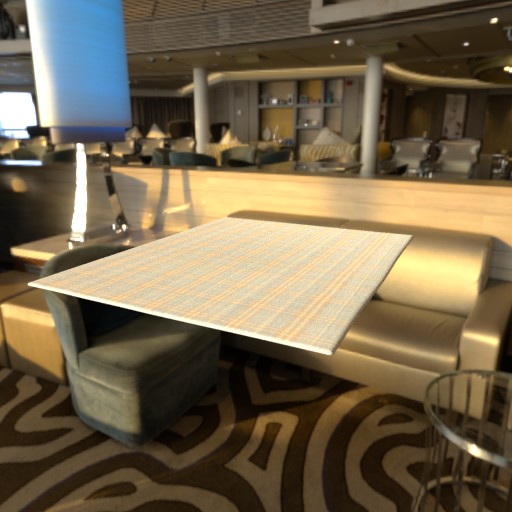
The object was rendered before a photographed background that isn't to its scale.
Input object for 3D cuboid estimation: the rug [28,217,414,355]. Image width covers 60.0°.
[{"bbox_3d":[0.000,0.000,4.206,2.462,0.030,3.066,8,18,26],"label":"rug"}]
